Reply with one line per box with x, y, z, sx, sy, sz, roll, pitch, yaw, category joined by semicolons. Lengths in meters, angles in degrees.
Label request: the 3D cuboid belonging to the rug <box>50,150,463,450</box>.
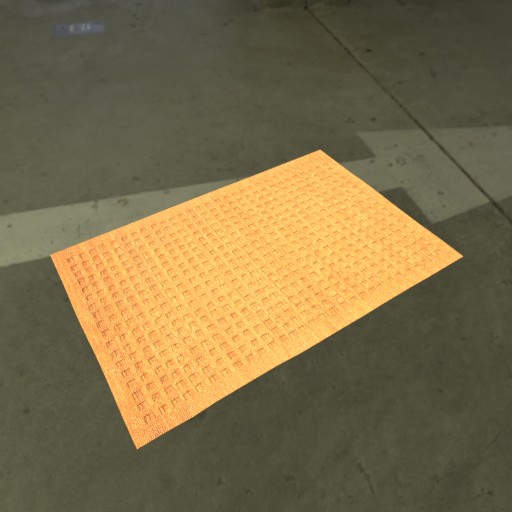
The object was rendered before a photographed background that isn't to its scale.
0.000;0.000;2.237;1.747;0.006;1.143;-25;52;-22;rug
